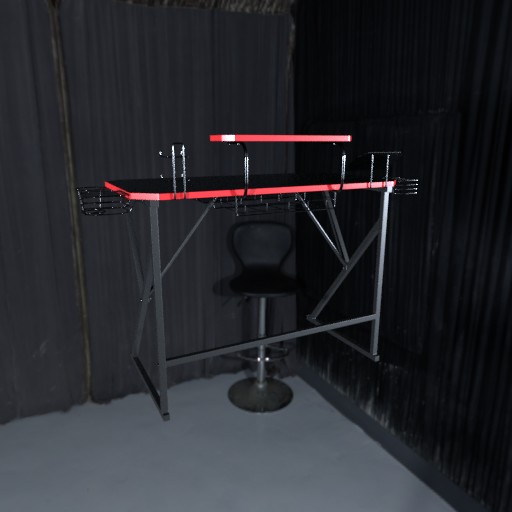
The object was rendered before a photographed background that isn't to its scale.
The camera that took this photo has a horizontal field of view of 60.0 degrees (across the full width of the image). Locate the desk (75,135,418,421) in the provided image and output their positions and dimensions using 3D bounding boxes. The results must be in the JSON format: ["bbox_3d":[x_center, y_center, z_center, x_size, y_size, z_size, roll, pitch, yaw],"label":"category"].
[{"bbox_3d":[0.000,0.000,1.752,1.280,0.913,0.588,-7,16,-26],"label":"desk"}]
